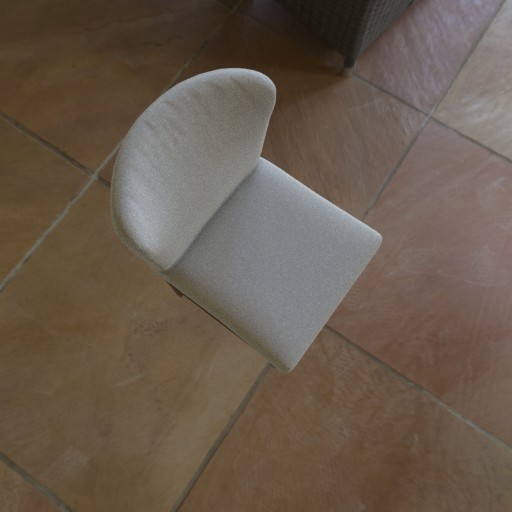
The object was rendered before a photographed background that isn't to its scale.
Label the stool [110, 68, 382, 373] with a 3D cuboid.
[{"bbox_3d":[0.000,0.000,1.369,0.568,1.069,0.479,36,78,9],"label":"stool"}]
